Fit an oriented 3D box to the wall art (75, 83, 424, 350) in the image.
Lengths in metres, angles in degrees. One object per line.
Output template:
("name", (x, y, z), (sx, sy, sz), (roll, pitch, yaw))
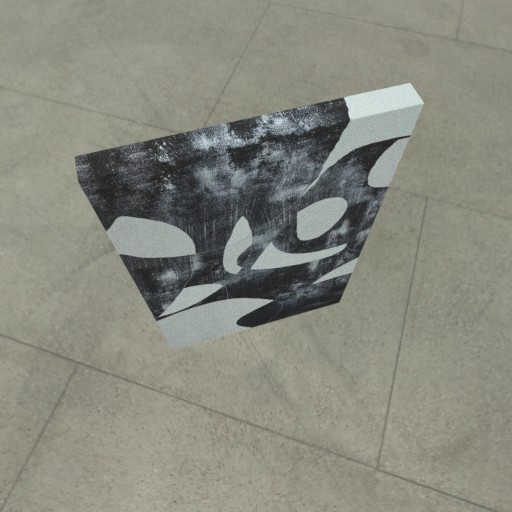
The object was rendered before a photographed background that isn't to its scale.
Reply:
("wall art", (0.000, 0.000, 0.775), (0.407, 0.610, 0.039), (-15, 62, -8))
